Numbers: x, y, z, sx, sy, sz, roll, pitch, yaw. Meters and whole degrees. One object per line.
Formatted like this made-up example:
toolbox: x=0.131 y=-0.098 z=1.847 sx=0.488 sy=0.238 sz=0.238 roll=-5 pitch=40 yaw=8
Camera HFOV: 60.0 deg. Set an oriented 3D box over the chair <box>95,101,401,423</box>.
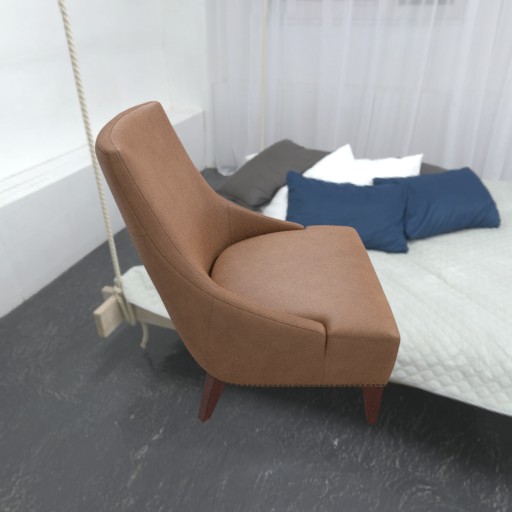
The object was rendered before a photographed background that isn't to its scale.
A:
chair: x=0.000 y=0.000 z=1.499 sx=0.861 sy=0.909 sz=0.701 roll=0 pitch=31 yaw=0
